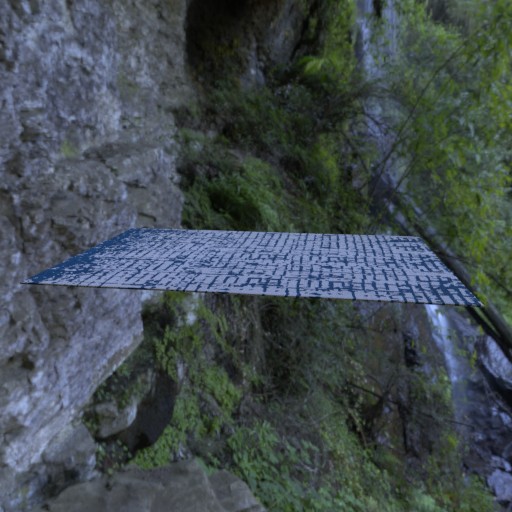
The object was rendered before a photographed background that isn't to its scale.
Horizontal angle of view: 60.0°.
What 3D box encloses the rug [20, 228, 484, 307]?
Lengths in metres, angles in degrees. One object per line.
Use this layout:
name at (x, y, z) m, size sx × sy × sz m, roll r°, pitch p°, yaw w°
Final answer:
rug at (0.000, 0.000, 3.016) m, size 2.435 × 0.011 × 1.517 m, roll 2°, pitch 15°, yaw 8°
